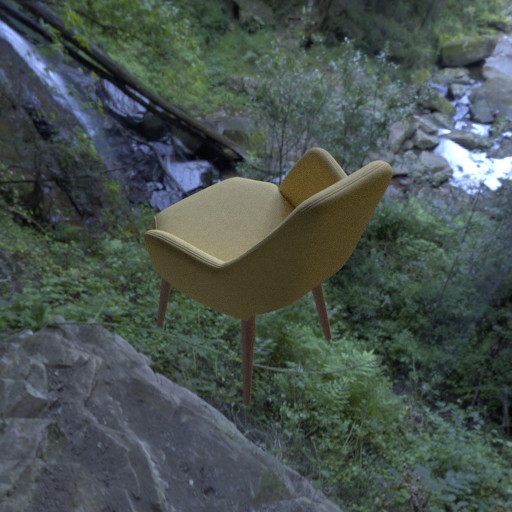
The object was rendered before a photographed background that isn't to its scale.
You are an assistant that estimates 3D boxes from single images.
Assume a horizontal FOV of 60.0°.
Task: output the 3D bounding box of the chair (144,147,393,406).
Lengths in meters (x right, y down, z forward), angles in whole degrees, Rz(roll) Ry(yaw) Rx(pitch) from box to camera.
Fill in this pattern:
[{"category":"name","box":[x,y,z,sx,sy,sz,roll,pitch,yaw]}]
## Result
[{"category":"chair","box":[0.000,0.000,1.288,0.590,0.840,0.610,-31,53,-27]}]
